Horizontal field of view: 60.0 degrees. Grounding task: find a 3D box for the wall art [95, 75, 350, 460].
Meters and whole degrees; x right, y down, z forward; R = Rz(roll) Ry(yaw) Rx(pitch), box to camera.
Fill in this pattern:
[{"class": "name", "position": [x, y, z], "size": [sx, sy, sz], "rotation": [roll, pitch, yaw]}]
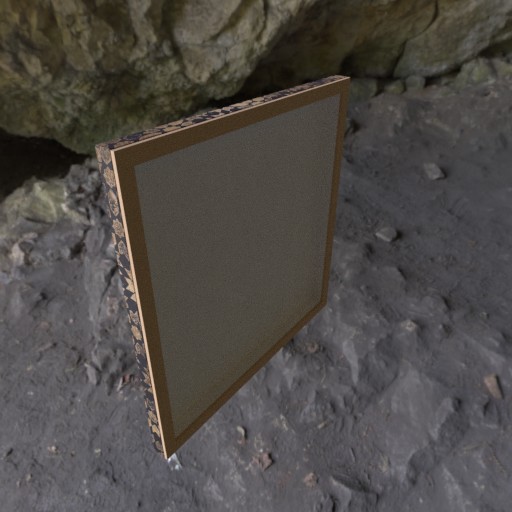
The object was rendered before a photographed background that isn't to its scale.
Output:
[{"class": "wall art", "position": [0.000, 0.000, 0.908], "size": [0.038, 0.612, 0.612], "rotation": [22, 38, 31]}]
